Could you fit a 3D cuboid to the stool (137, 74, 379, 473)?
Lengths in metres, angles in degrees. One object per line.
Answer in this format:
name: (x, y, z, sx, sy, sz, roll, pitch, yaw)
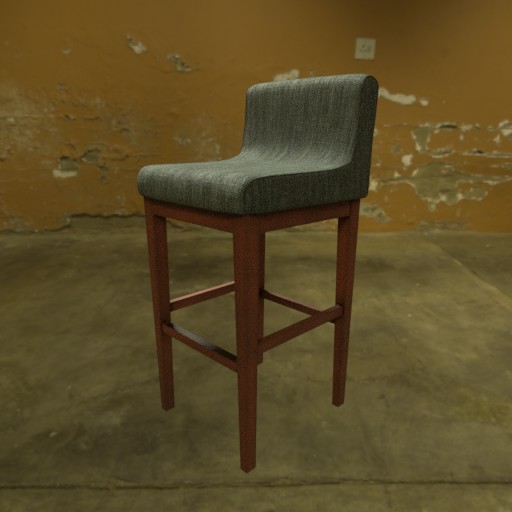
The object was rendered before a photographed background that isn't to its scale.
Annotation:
stool: (0.000, 0.000, 1.251, 0.499, 0.965, 0.426, -15, 22, -43)
